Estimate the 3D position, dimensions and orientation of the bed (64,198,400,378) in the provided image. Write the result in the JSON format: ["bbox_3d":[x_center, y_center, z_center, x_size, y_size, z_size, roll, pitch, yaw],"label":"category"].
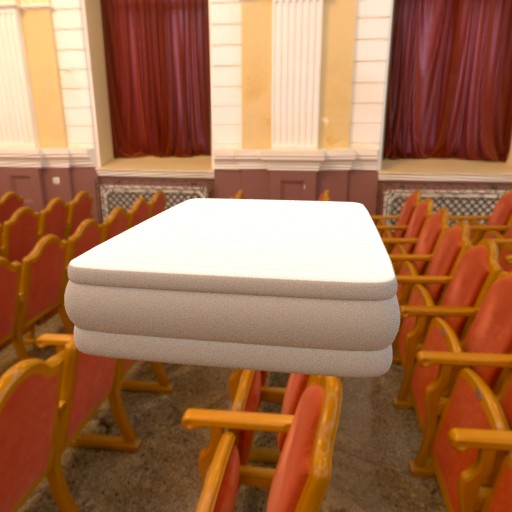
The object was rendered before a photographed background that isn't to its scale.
[{"bbox_3d":[0.000,0.000,2.794,1.520,0.460,2.036,3,16,9],"label":"bed"}]
